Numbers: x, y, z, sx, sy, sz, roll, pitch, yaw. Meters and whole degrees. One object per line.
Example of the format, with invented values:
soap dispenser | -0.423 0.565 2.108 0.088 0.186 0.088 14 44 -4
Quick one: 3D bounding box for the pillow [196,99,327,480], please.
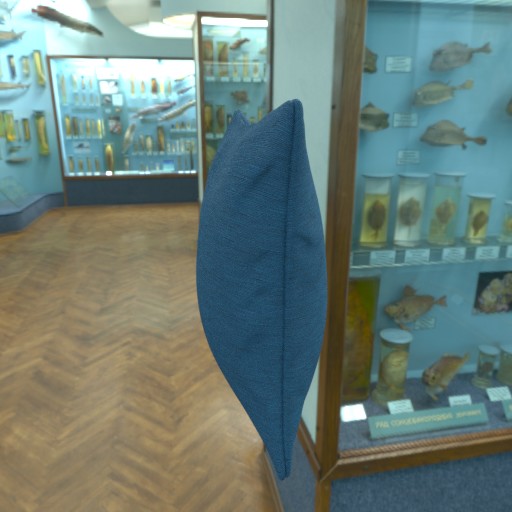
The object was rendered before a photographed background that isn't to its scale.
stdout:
pillow | 0.000 0.000 0.653 0.177 0.420 0.437 -3 17 -9
